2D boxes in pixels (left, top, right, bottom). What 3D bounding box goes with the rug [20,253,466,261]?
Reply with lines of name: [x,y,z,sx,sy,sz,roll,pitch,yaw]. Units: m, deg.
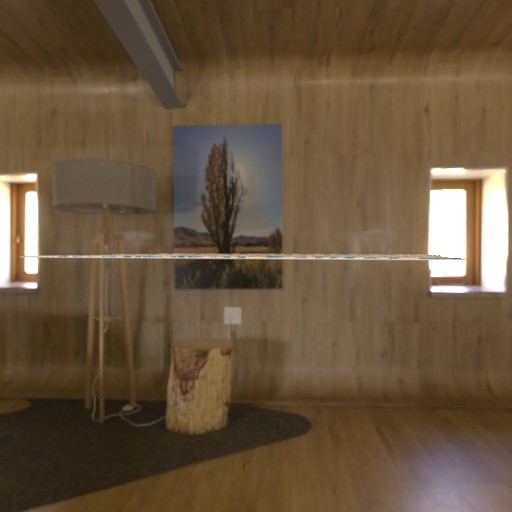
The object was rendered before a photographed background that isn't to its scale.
rug: [0.000,0.000,2.262,1.830,0.011,1.209,0,1,19]
